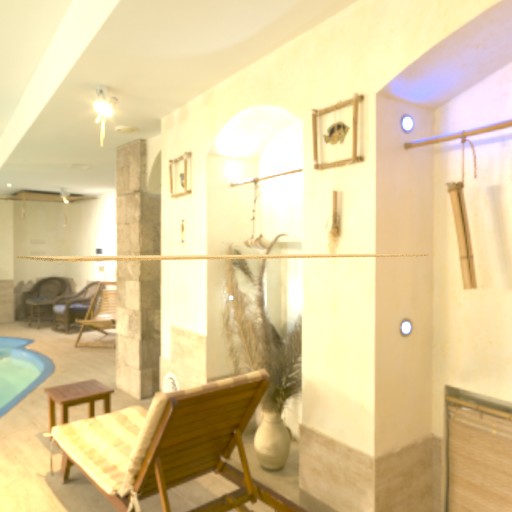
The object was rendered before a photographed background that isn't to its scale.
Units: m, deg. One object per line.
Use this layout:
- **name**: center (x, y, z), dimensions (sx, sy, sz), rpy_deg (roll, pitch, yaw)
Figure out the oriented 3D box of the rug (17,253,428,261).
- **rug**: center (0.000, 0.000, 2.774), dimensions (2.544, 0.015, 0.795), rpy_deg (-1, 1, -37)
